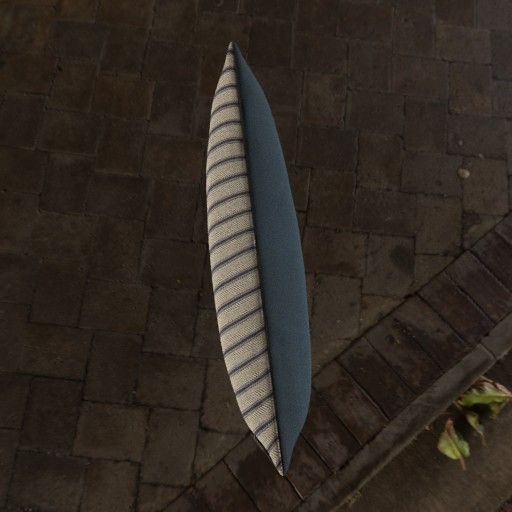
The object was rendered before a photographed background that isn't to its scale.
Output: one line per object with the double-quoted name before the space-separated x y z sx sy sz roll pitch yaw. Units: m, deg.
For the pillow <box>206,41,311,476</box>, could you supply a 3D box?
"pillow" 0.000 0.000 0.734 0.151 0.305 0.609 -6 76 -2
